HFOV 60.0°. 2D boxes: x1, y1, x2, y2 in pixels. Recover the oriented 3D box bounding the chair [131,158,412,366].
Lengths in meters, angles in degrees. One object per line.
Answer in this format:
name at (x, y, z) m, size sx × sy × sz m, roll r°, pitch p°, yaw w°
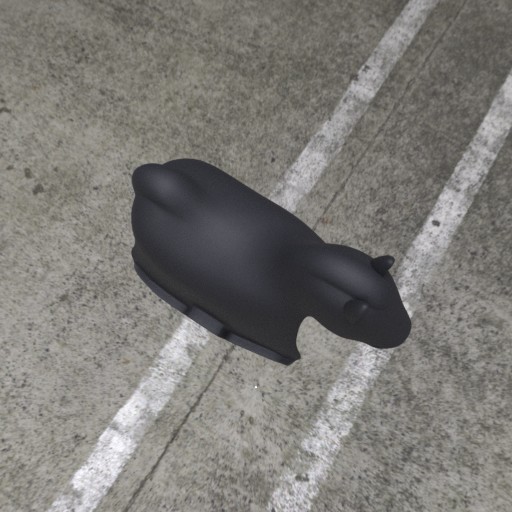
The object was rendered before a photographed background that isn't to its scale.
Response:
chair at (0.000, 0.000, 1.146) m, size 0.800 × 0.612 × 0.429 m, roll 31°, pitch 76°, yaw 9°
